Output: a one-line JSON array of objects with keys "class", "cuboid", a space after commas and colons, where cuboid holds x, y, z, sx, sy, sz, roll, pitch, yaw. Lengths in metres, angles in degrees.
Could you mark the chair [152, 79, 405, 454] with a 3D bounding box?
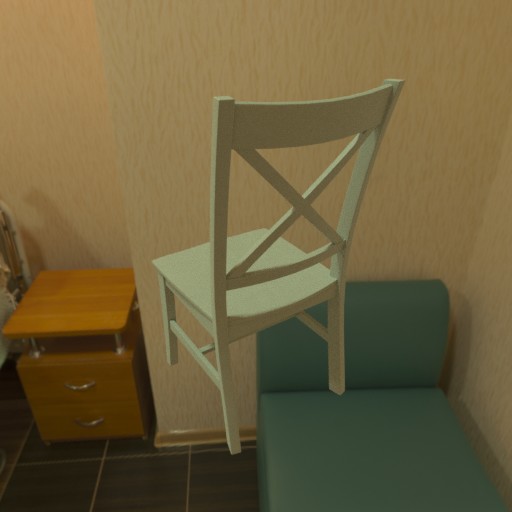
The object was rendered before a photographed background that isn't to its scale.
[{"class": "chair", "cuboid": [0.000, 0.000, 1.300, 0.485, 0.983, 0.542, -18, 33, -29]}]
